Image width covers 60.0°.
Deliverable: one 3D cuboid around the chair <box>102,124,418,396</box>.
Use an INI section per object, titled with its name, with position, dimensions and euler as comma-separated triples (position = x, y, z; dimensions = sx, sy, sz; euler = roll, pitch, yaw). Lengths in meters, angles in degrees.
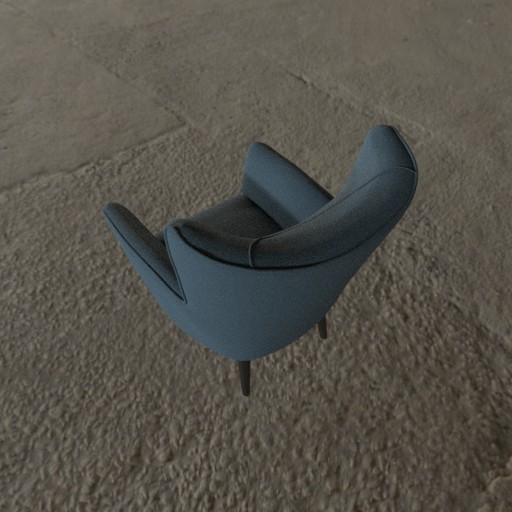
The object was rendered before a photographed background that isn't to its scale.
[chair]
position = 0.000, 0.000, 1.603
dimensions = 0.781, 0.933, 0.888
euler = -29, 52, -26
